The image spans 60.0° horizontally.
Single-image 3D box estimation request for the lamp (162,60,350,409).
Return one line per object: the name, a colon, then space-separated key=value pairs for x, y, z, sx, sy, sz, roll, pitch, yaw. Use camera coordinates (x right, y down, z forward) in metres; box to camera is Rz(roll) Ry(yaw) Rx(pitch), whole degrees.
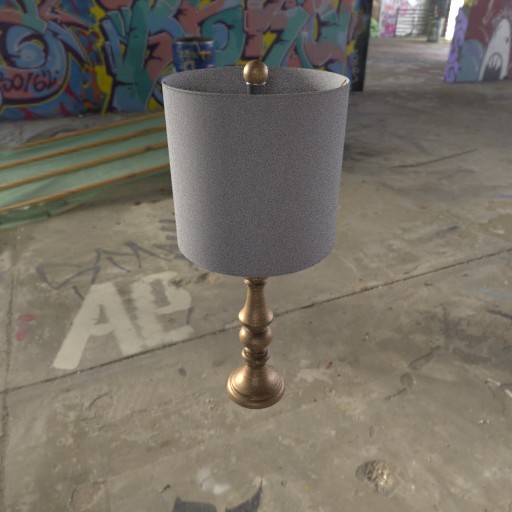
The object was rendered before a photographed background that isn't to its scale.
lamp: x=0.000 y=0.000 z=0.734 sx=0.250 sy=0.597 sz=0.250 roll=-2 pitch=30 yaw=-3
